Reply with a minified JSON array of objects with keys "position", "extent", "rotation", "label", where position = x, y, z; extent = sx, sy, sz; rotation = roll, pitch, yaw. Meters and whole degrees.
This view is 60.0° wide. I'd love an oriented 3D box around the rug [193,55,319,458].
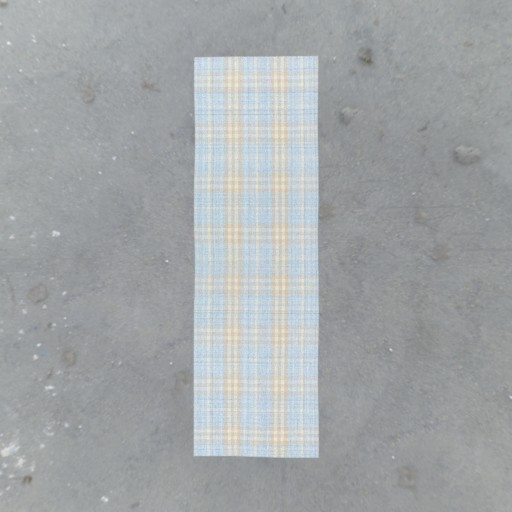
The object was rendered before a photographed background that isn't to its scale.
[{"position":[0.000,0.000,2.698],"extent":[0.762,0.013,2.439],"rotation":[0,90,2],"label":"rug"}]
